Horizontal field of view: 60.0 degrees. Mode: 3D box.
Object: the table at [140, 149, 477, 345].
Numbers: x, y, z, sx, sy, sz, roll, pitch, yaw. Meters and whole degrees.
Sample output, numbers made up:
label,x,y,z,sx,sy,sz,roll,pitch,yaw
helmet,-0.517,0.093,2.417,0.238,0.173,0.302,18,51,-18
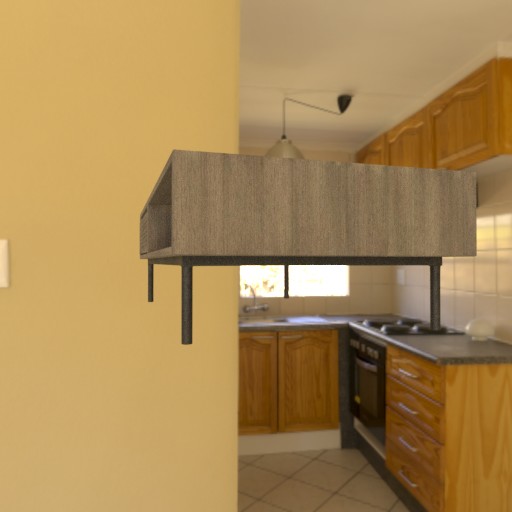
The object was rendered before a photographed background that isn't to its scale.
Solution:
label,x,y,z,sx,sy,sz,roll,pitch,yaw
table,0.000,0.000,1.363,0.643,0.347,1.088,0,-1,-17
